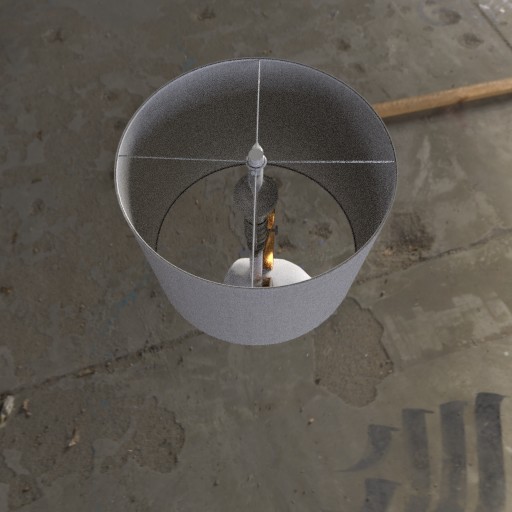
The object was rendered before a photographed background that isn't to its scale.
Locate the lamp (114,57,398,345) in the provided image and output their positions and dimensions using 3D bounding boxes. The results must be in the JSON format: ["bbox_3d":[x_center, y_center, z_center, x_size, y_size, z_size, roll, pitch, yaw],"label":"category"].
[{"bbox_3d":[0.000,0.000,0.693,0.298,0.503,0.298,1,65,1],"label":"lamp"}]
